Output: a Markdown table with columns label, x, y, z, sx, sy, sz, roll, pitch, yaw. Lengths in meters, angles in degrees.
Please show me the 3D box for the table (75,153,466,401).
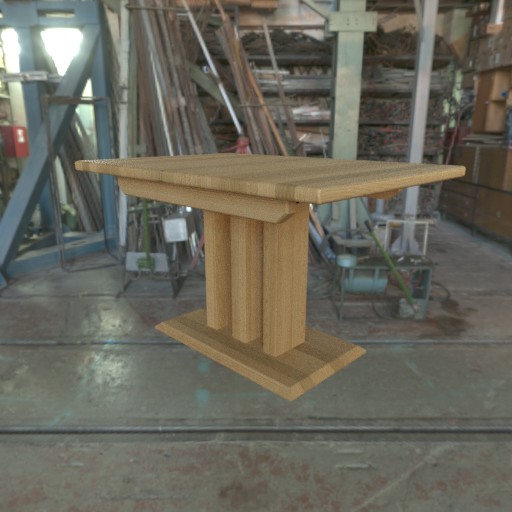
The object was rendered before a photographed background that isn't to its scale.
| label | x | y | z | sx | sy | sz | roll | pitch | yaw |
| --- | --- | --- | --- | --- | --- | --- | --- | --- | --- |
| table | 0.000 | 0.000 | 1.873 | 1.300 | 0.770 | 0.900 | 15 | 22 | 42 |
